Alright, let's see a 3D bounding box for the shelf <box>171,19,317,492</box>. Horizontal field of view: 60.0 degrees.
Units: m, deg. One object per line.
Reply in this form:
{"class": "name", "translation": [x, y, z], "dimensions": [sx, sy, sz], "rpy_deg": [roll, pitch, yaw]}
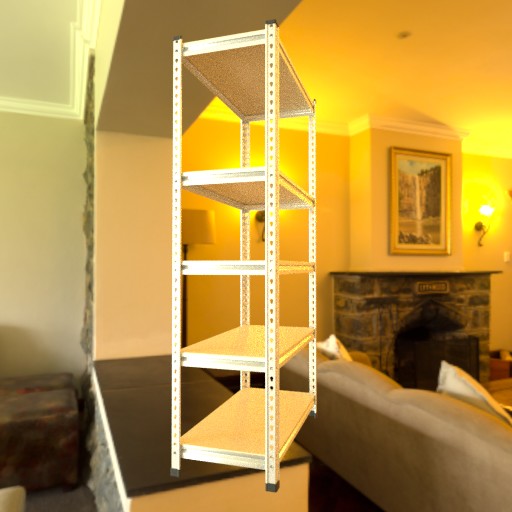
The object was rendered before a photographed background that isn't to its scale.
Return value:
{"class": "shelf", "translation": [0.000, 0.000, 2.213], "dimensions": [0.457, 1.829, 0.914], "rpy_deg": [0, -1, 18]}
